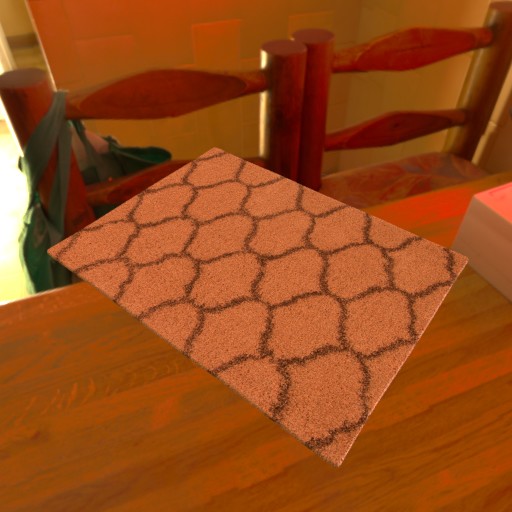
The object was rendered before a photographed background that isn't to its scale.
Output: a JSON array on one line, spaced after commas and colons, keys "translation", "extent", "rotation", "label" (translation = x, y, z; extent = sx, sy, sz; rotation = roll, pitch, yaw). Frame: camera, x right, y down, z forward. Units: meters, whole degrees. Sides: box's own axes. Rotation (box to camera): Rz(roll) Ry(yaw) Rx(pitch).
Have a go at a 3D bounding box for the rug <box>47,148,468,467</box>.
[{"translation": [0.000, 0.000, 2.093], "extent": [1.600, 0.025, 1.200], "rotation": [29, 51, 26], "label": "rug"}]
